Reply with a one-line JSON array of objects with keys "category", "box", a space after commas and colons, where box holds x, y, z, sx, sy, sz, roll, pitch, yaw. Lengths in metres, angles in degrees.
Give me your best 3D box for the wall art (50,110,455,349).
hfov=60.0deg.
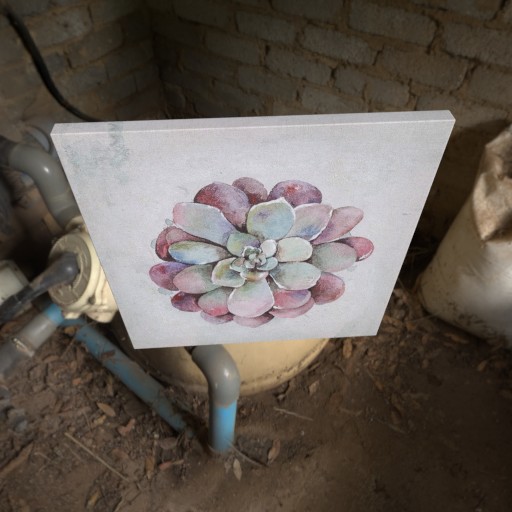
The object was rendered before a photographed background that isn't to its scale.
[{"category": "wall art", "box": [0.000, 0.000, 1.124, 0.762, 0.762, 0.041, -3, 48, -3]}]
